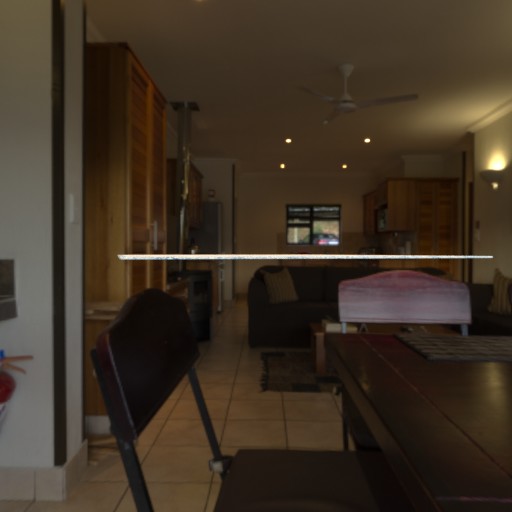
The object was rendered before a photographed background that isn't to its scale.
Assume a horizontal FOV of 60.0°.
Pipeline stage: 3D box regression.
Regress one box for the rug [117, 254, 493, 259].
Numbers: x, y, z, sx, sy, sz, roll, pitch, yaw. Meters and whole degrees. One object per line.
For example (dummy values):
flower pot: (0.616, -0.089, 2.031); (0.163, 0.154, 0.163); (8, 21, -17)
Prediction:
rug: (0.000, 0.000, 4.108); (2.441, 0.013, 3.056); (0, 0, -18)
